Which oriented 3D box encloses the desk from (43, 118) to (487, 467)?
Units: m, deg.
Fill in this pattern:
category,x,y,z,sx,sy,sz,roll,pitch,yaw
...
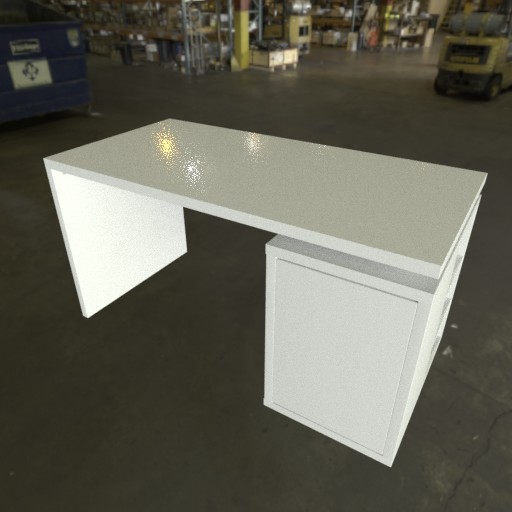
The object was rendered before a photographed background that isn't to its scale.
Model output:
category,x,y,z,sx,sy,sz,roll,pitch,yaw
desk,0.000,0.000,1.742,1.400,0.740,0.690,18,35,27
